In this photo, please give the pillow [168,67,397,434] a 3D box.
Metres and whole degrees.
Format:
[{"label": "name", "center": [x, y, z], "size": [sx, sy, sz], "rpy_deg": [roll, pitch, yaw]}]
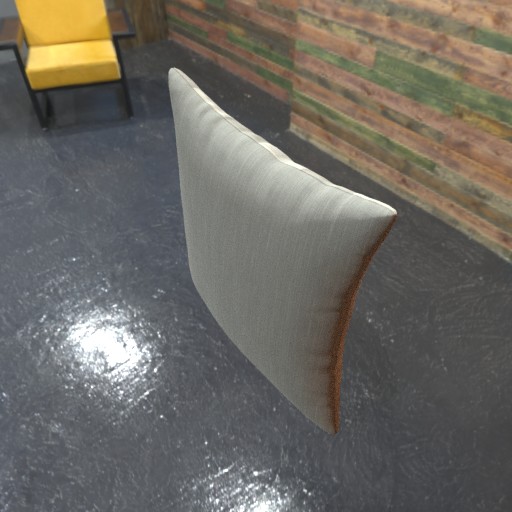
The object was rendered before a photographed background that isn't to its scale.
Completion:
[{"label": "pillow", "center": [0.000, 0.000, 0.789], "size": [0.161, 0.509, 0.511], "rpy_deg": [-26, 49, -25]}]
